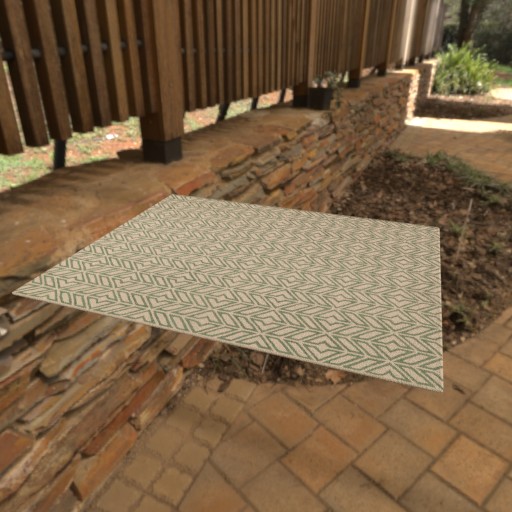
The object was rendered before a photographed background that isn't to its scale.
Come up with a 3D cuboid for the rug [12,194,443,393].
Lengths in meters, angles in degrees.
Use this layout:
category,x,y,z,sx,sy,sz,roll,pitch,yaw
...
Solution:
category,x,y,z,sx,sy,sz,roll,pitch,yaw
rug,0.000,0.000,3.902,3.050,0.017,2.441,9,28,18
